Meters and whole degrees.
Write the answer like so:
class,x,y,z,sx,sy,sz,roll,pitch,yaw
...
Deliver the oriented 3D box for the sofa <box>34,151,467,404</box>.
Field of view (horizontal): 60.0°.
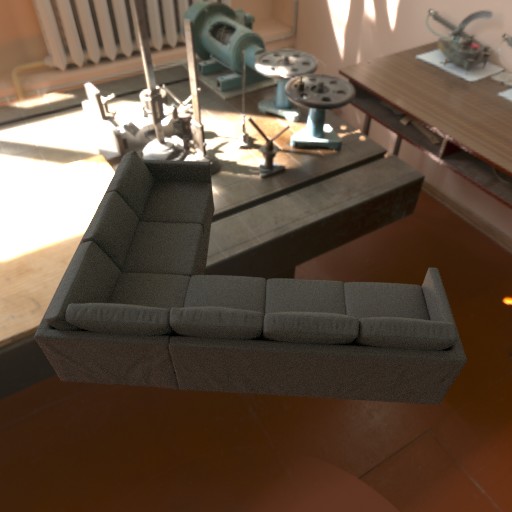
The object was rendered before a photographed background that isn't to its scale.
class,x,y,z,sx,sy,sz,roll,pitch,yaw
sofa,0.000,0.000,4.242,3.182,0.871,2.432,3,45,3
